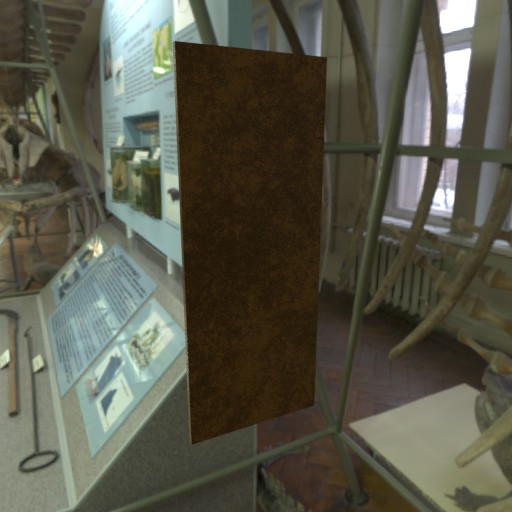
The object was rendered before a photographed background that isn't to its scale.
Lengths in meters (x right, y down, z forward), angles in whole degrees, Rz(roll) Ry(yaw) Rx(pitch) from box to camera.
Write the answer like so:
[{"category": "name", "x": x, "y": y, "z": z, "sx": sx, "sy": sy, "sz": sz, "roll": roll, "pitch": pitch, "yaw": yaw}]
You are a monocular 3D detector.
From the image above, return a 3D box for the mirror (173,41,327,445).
[{"category": "mirror", "x": 0.000, "y": 0.000, "z": 2.372, "sx": 0.812, "sy": 2.031, "sz": 0.032, "roll": -7, "pitch": 16, "yaw": -27}]
